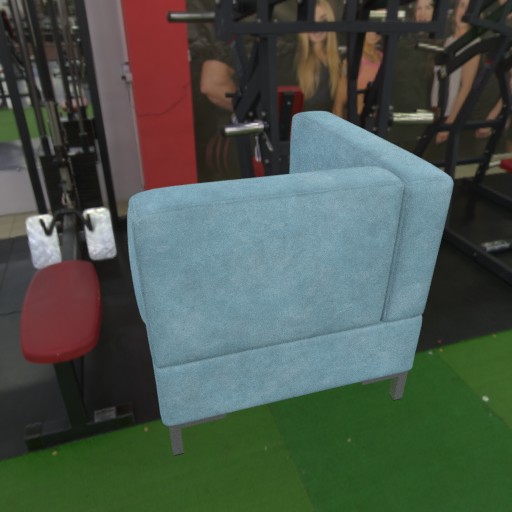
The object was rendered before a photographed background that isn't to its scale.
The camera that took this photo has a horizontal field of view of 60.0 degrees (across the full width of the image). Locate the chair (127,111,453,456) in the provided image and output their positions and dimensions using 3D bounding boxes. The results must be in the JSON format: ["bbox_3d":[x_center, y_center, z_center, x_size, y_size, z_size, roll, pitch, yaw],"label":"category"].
[{"bbox_3d":[0.000,0.000,1.256,0.684,0.660,0.691,-8,31,-14],"label":"chair"}]
